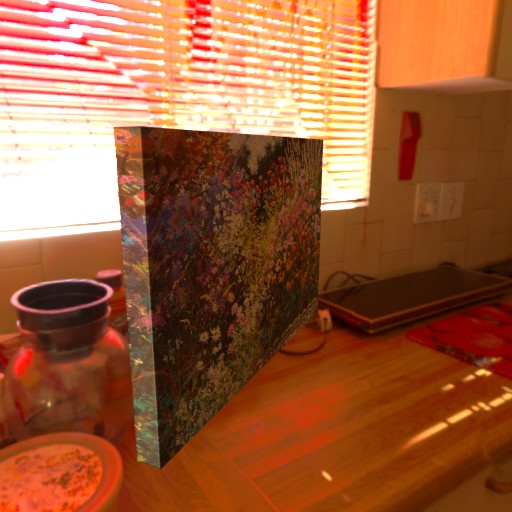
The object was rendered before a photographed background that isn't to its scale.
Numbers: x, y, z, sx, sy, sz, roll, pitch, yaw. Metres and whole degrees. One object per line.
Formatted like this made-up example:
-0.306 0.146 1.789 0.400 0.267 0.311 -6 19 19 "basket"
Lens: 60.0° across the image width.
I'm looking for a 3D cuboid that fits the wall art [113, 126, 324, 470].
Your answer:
0.000 0.000 0.773 0.037 0.406 0.610 6 15 25 "wall art"
